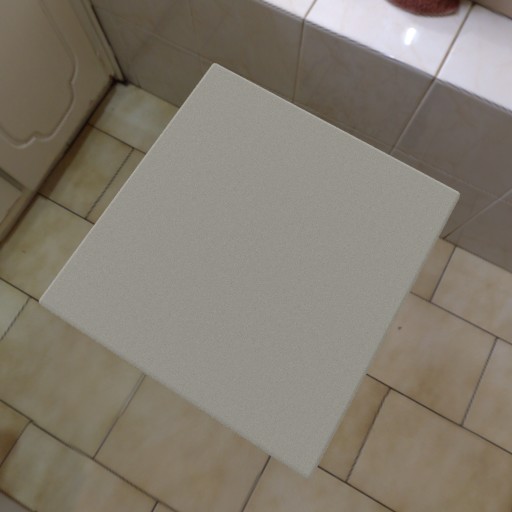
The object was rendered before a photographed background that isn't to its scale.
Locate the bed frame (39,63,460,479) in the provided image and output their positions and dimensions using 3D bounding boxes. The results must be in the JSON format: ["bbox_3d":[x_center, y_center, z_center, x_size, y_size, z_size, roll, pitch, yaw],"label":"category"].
[{"bbox_3d":[0.000,0.000,3.951,2.526,0.680,2.635,31,78,7],"label":"bed frame"}]
